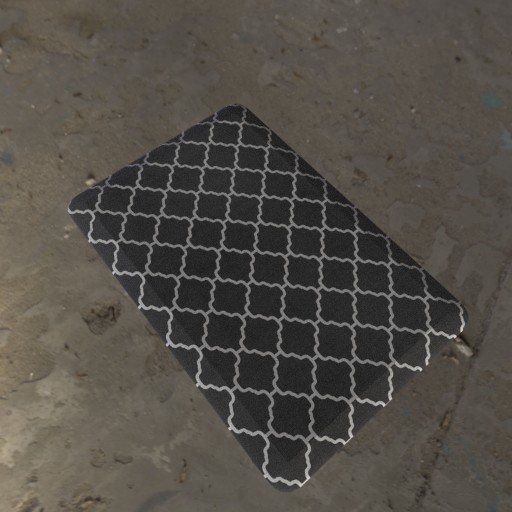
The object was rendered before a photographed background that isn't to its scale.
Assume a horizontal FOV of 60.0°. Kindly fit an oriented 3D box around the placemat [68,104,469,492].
[{"bbox_3d":[0.000,0.000,0.934,0.508,0.021,0.762,-36,69,-17],"label":"placemat"}]
